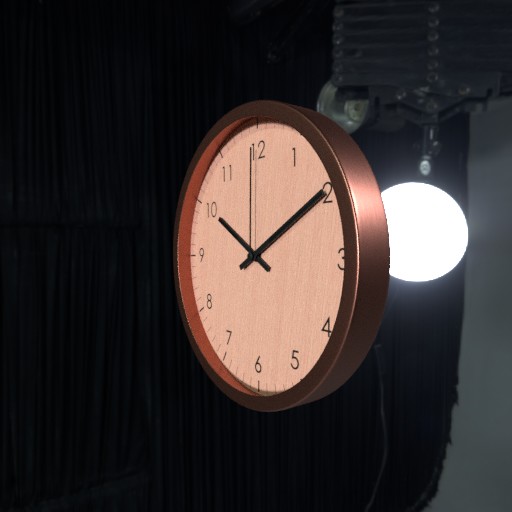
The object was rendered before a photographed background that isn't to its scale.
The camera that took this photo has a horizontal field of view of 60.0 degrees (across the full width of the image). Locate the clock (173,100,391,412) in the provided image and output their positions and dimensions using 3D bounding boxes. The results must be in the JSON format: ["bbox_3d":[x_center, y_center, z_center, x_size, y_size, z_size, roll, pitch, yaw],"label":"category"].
[{"bbox_3d":[0.000,0.000,0.473,0.040,0.313,0.313,-1,2,-37],"label":"clock"}]
